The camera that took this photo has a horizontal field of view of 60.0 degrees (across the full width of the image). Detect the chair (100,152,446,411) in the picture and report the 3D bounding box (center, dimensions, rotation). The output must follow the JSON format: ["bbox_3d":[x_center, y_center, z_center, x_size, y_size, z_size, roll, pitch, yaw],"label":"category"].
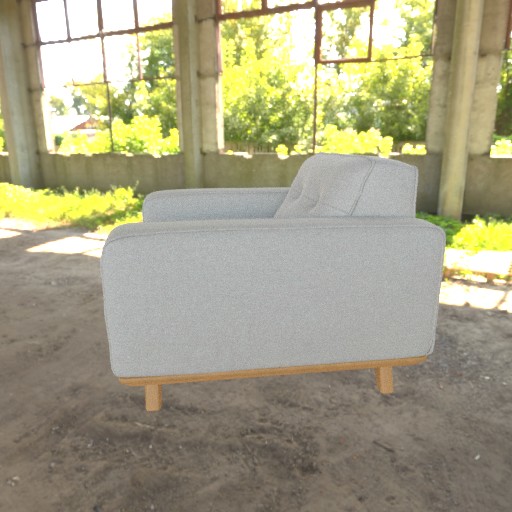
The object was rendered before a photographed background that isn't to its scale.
[{"bbox_3d":[0.000,0.000,1.730,0.953,0.779,1.115,-2,14,-7],"label":"chair"}]
